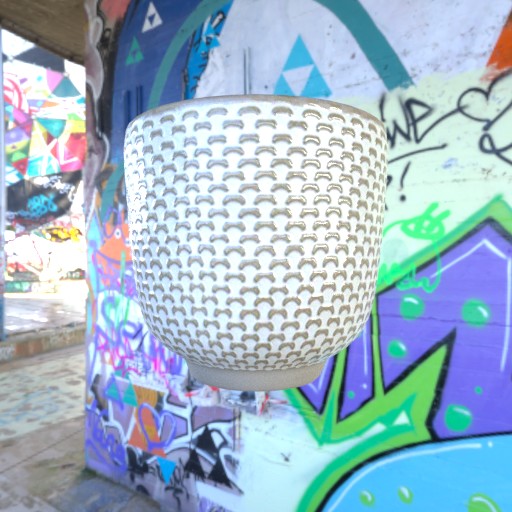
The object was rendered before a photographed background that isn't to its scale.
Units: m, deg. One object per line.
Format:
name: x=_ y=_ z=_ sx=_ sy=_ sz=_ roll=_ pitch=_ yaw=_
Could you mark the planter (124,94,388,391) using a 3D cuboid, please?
planter: x=0.000 y=0.000 z=0.302 sx=0.173 sy=0.160 sz=0.173 roll=0 pitch=0 yaw=0
